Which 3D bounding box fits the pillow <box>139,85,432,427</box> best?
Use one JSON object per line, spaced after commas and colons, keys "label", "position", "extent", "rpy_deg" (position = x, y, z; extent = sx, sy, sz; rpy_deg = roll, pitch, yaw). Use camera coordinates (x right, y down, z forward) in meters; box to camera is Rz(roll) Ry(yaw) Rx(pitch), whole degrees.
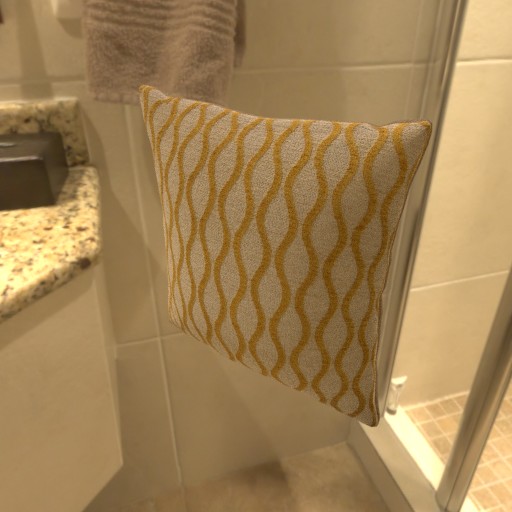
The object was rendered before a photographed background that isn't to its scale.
{"label": "pillow", "position": [0.000, 0.000, 0.642], "extent": [0.429, 0.436, 0.159], "rpy_deg": [19, 35, 30]}
